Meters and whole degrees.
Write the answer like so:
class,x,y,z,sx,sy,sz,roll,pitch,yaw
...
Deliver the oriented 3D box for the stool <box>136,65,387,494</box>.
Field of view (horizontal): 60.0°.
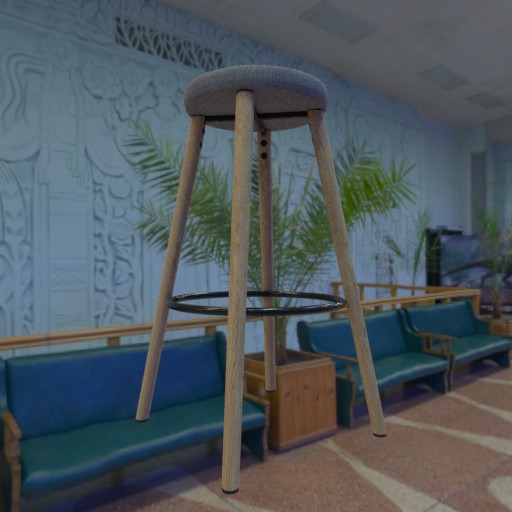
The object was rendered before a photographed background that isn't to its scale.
class,x,y,z,sx,sy,sz,roll,pitch,yaw
stool,0.000,0.000,0.996,0.410,0.770,0.410,0,0,-36
